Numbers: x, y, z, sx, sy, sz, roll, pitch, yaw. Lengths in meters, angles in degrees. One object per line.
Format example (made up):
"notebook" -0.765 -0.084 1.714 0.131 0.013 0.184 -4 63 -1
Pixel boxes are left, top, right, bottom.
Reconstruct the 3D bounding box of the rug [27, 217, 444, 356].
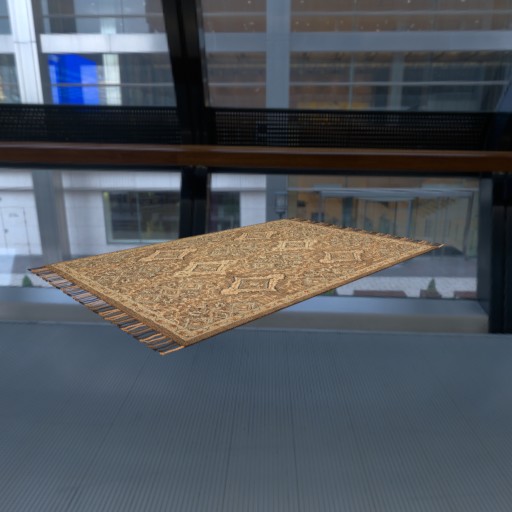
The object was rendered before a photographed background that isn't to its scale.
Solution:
"rug" 0.000 0.000 2.998 2.434 0.010 1.516 -15 21 -42
